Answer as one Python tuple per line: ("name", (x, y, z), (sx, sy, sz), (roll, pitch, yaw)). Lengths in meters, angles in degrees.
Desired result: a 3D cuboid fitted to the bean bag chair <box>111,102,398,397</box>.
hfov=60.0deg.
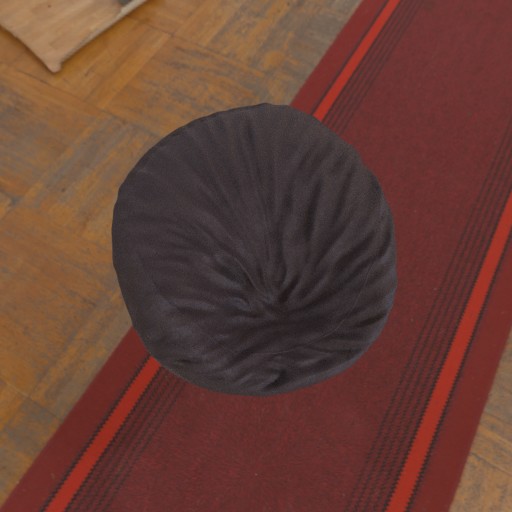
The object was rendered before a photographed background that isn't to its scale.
("bean bag chair", (0.000, 0.000, 2.051), (1.245, 0.821, 1.245), (0, 64, 0))
